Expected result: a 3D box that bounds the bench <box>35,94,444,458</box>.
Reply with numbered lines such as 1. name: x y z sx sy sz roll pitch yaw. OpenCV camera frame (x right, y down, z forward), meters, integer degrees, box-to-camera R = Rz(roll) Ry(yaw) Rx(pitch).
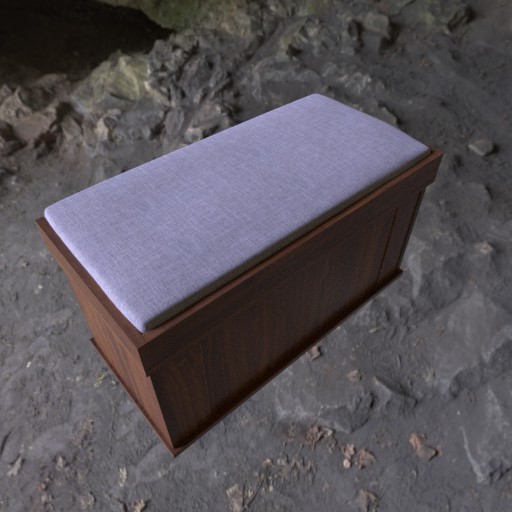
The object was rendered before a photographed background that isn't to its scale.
1. bench: 0.000 0.000 0.999 0.734 0.461 0.362 -32 53 -28
